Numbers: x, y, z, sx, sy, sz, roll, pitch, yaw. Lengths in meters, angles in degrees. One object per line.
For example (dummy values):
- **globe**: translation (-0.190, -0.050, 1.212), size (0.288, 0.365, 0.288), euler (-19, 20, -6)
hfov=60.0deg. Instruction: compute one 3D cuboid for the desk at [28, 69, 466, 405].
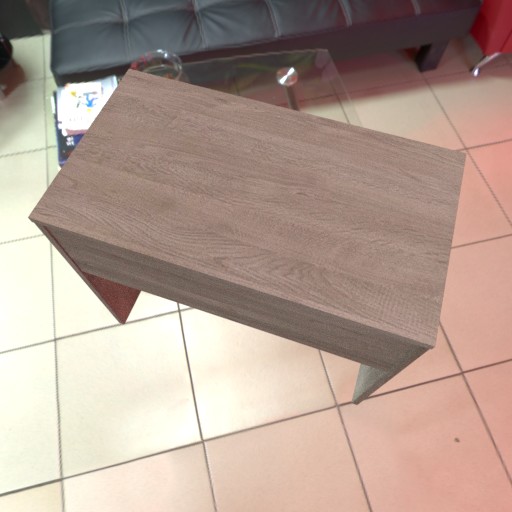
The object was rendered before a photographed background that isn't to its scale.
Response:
- **desk**: translation (0.000, 0.000, 1.340), size (0.893, 0.724, 0.498), euler (17, 64, 9)
